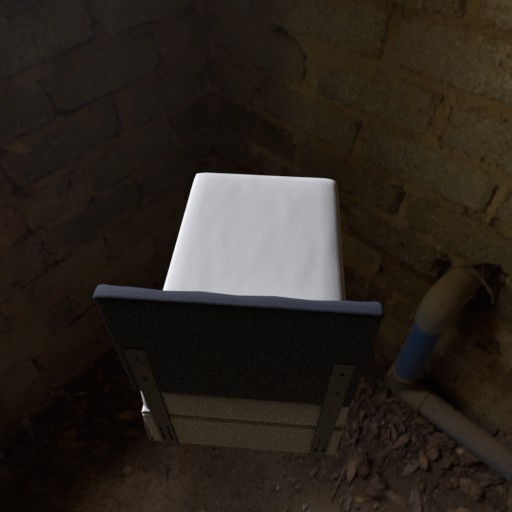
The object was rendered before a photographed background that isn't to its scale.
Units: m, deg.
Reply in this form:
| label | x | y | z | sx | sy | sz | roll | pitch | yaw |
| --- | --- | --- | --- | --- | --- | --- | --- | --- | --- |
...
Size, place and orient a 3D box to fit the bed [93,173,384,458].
| label | x | y | z | sx | sy | sz | roll | pitch | yaw |
| --- | --- | --- | --- | --- | --- | --- | --- | --- | --- |
| bed | 0.000 | 0.000 | 2.933 | 1.261 | 1.571 | 1.997 | 3 | 48 | 3 |
